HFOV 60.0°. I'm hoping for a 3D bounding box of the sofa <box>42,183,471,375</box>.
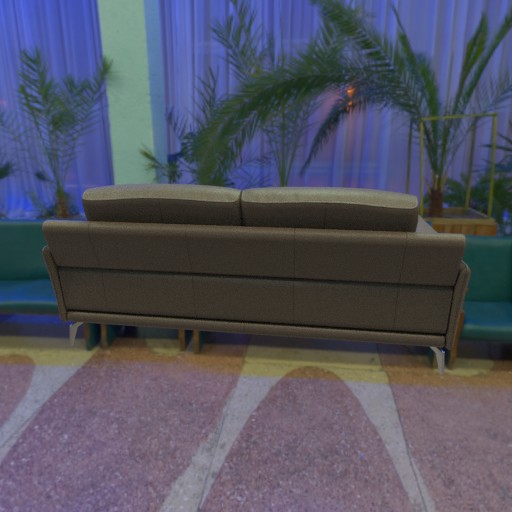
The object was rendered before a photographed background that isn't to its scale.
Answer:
[{"bbox_3d":[0.000,0.000,2.617,2.101,0.930,1.049,3,17,8],"label":"sofa"}]
